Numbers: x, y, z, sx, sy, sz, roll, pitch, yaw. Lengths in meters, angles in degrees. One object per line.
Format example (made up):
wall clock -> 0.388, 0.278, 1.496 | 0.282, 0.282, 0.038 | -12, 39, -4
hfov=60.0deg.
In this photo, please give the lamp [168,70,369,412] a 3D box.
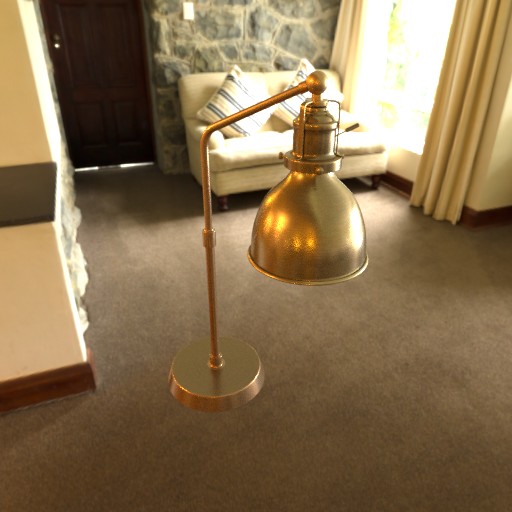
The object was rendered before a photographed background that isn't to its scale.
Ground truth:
lamp -> 0.000, 0.000, 0.583 | 0.286, 0.456, 0.153 | 9, 30, 17
